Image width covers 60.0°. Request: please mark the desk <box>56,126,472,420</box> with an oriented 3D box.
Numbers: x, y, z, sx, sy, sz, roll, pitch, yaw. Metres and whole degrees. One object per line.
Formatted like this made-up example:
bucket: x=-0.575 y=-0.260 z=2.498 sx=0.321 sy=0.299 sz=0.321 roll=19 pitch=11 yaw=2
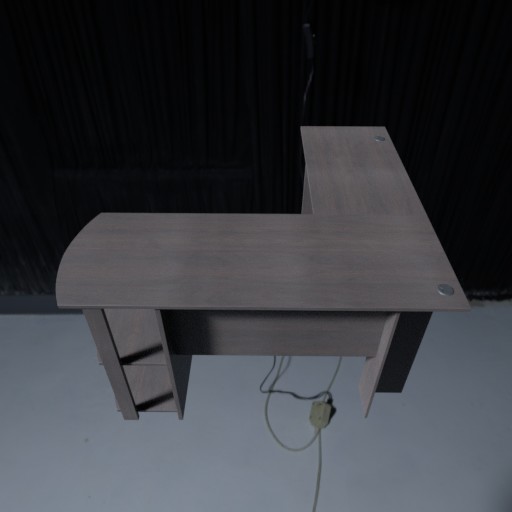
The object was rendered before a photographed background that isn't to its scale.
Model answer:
desk: x=0.000 y=0.000 z=2.114 sx=1.361 sy=0.716 sz=1.303 roll=0 pitch=41 yaw=0
